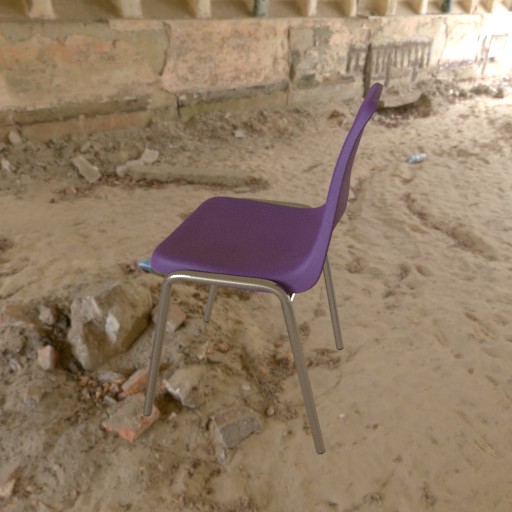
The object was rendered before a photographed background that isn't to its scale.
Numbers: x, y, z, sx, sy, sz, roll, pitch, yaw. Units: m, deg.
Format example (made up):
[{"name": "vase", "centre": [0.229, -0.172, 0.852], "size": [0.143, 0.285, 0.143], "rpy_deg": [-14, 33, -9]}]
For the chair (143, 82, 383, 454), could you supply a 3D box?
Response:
[{"name": "chair", "centre": [0.000, 0.000, 0.947], "size": [0.432, 0.704, 0.381], "rpy_deg": [8, 30, 14]}]
